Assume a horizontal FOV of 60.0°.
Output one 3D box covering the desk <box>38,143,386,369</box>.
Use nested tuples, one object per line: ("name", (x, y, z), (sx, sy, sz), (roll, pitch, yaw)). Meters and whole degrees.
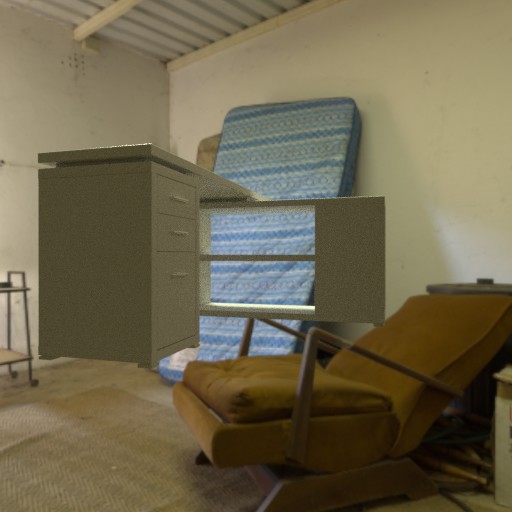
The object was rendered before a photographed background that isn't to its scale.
("desk", (0.000, 0.000, 2.170), (1.200, 0.753, 1.524), (0, 0, 17))
